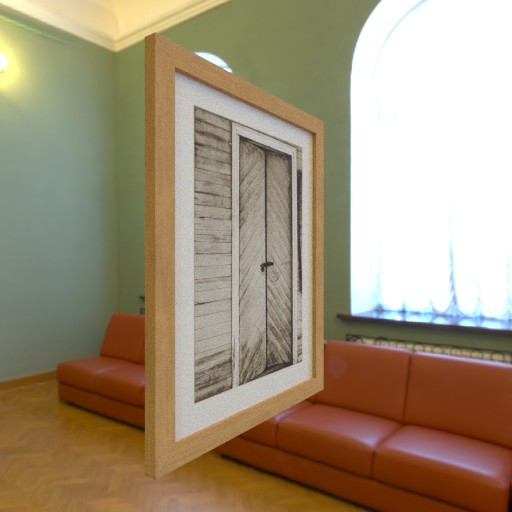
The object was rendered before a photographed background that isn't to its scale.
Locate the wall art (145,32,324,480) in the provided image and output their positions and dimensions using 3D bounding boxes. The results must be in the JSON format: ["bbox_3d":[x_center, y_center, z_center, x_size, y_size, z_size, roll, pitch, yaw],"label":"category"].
[{"bbox_3d":[0.000,0.000,0.748,0.020,0.561,0.460,0,0,36],"label":"wall art"}]
